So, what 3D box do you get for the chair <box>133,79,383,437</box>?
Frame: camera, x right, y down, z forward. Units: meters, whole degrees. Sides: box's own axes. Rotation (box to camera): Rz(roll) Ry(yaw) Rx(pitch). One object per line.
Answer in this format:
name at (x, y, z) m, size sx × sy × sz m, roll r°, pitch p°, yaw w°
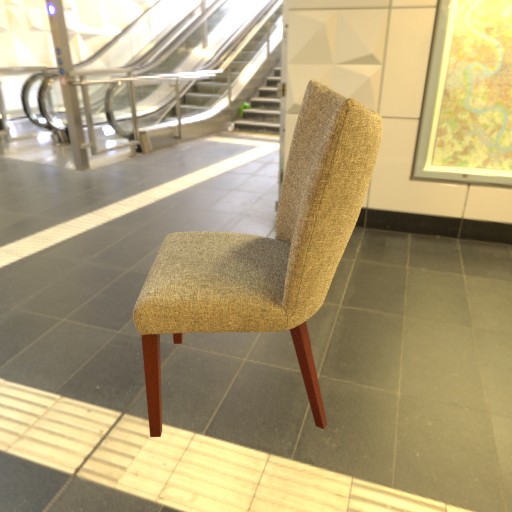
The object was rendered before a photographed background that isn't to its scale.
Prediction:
chair at (0.000, 0.000, 1.289) m, size 0.623 × 0.924 × 0.535 m, roll 0°, pitch 25°, yaw -1°
